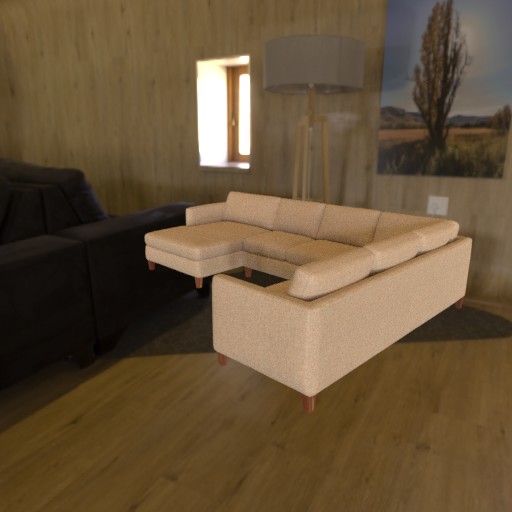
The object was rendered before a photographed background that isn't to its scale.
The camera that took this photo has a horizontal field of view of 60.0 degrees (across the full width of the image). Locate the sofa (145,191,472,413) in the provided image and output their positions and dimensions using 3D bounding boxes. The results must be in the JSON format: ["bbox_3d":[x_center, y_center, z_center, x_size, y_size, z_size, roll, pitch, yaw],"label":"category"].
[{"bbox_3d":[0.000,0.000,4.585,3.403,0.889,2.551,15,21,43],"label":"sofa"}]
